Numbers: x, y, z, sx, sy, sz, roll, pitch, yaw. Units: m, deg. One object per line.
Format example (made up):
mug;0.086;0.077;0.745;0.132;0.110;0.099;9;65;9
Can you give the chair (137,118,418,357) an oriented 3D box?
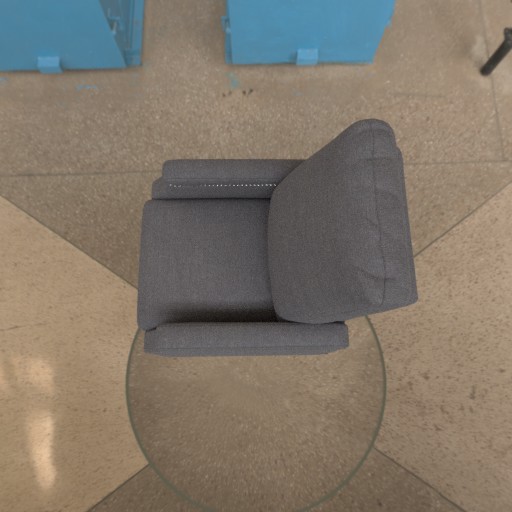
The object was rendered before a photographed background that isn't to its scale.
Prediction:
chair;0.000;0.000;1.677;0.922;1.049;0.710;-1;75;0
